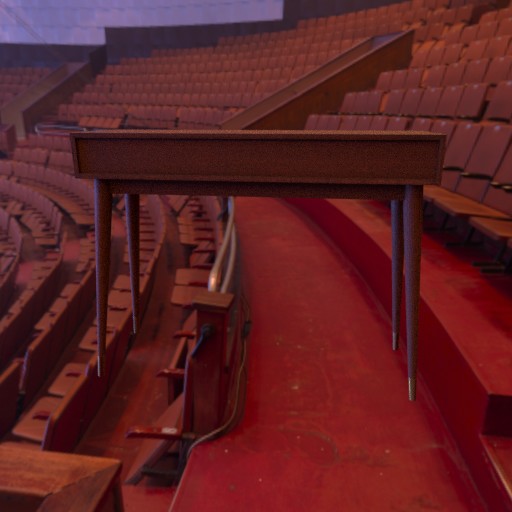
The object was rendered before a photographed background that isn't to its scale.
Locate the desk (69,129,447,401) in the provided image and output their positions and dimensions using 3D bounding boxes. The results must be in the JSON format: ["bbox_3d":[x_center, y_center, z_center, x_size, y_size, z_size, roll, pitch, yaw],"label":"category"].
[{"bbox_3d":[0.000,0.000,1.697,1.204,0.917,0.384,2,18,7],"label":"desk"}]
